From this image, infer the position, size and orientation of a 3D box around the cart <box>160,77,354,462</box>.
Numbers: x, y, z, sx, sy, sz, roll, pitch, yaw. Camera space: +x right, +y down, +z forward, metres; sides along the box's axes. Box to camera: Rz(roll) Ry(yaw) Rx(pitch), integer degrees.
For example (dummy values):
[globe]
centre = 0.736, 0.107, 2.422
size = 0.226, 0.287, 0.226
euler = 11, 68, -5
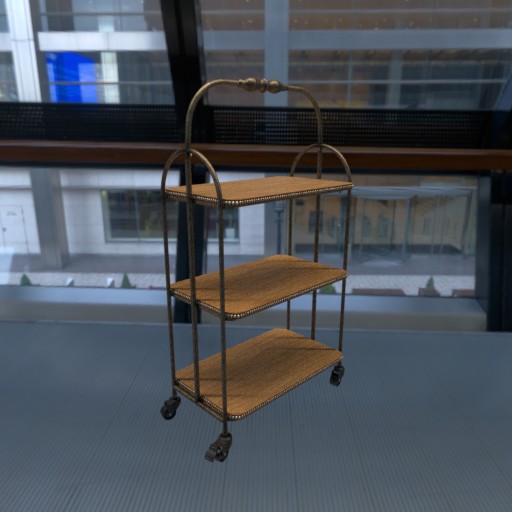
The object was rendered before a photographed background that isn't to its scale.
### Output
[cart]
centre = 0.000, 0.000, 1.401
size = 0.650, 1.052, 0.330
euler = -15, 22, -42
